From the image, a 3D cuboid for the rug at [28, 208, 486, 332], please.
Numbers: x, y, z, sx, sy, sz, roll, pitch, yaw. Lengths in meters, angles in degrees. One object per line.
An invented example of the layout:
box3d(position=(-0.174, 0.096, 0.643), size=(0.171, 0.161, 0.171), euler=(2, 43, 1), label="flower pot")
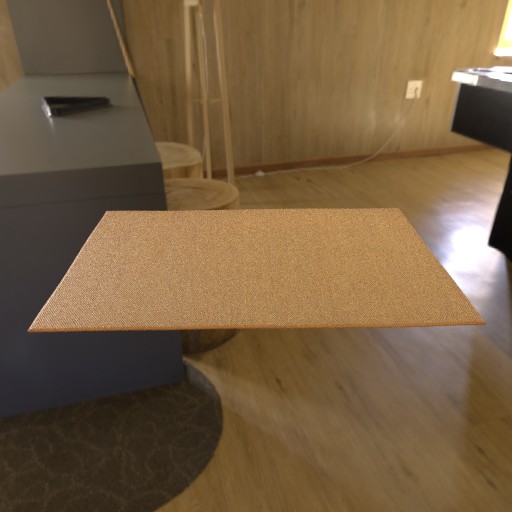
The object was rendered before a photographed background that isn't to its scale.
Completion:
box3d(position=(0.000, 0.000, 2.076), size=(1.678, 0.013, 1.078), euler=(-1, 30, -1), label="rug")
